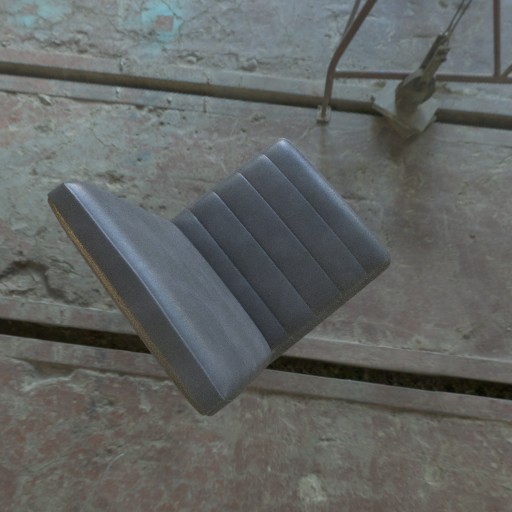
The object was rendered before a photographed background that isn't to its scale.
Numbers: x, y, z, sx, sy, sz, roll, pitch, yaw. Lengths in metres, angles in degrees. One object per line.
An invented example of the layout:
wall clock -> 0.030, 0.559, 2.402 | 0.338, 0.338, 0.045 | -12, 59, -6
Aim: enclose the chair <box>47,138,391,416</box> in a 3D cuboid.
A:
chair -> 0.000, 0.000, 1.259 | 0.634, 0.930, 0.520 | -37, 79, -8
